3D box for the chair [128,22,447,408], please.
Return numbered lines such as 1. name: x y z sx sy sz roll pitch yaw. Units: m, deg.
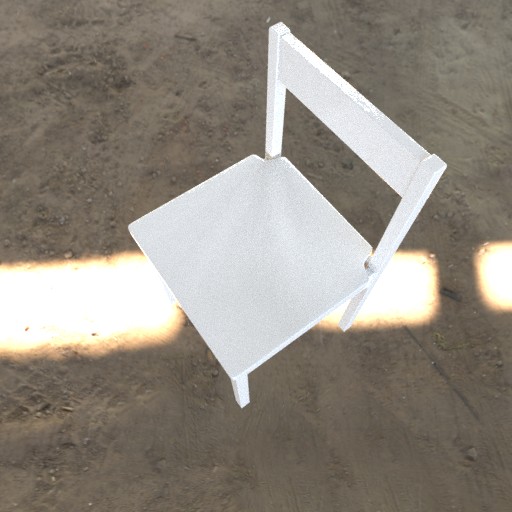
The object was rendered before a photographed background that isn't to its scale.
1. chair: 0.000 0.000 0.888 0.361 0.668 0.367 -33 67 -16
